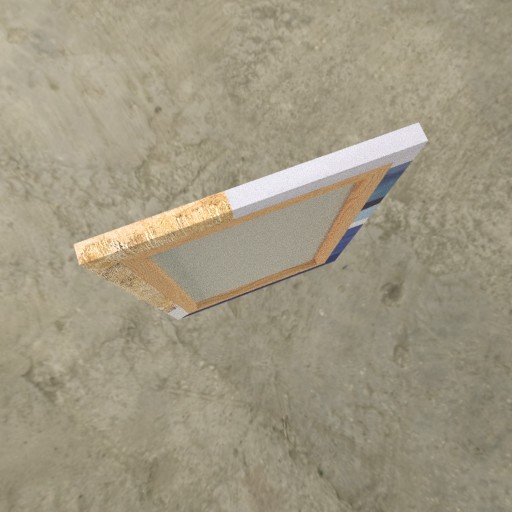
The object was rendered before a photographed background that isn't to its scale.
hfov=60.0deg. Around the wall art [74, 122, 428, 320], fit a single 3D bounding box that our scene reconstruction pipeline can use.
[{"bbox_3d":[0.000,0.000,1.169,0.607,0.911,0.039,-20,77,-5],"label":"wall art"}]
